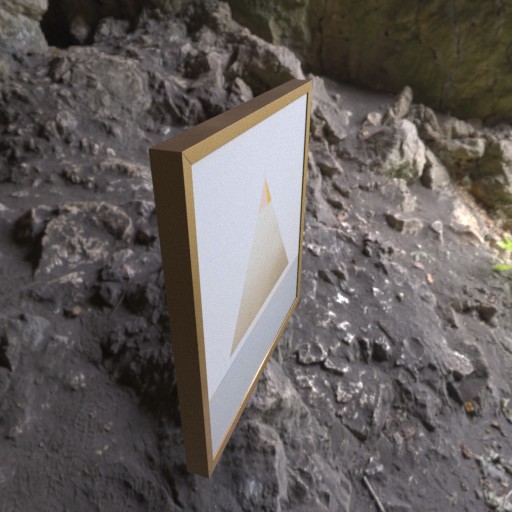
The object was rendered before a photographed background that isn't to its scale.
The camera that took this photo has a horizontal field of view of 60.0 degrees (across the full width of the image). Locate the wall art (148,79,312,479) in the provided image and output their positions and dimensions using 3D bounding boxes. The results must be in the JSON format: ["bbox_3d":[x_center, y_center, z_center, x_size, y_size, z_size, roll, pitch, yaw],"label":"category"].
[{"bbox_3d":[0.000,0.000,0.772,0.038,0.511,0.513,10,31,18],"label":"wall art"}]
